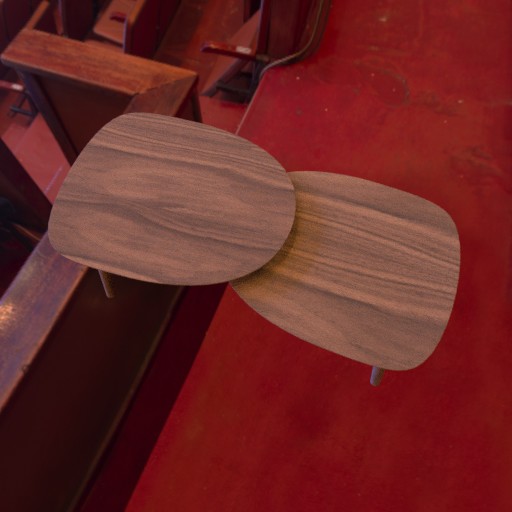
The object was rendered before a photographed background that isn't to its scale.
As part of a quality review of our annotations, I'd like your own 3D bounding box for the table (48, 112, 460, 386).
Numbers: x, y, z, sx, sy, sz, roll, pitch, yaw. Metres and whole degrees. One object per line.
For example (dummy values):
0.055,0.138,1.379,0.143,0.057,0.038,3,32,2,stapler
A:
0.000,0.000,1.350,1.084,0.429,0.527,17,65,8,table
